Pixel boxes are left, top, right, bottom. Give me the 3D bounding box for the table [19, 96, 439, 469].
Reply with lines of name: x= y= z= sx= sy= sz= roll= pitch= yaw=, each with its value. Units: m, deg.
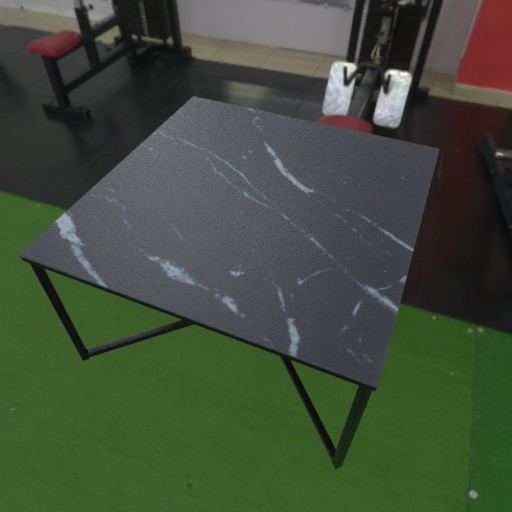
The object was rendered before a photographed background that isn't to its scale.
table: x=0.000 y=0.000 z=1.286 sx=0.800 sy=0.450 sz=0.800 roll=17 pitch=49 yaw=16
